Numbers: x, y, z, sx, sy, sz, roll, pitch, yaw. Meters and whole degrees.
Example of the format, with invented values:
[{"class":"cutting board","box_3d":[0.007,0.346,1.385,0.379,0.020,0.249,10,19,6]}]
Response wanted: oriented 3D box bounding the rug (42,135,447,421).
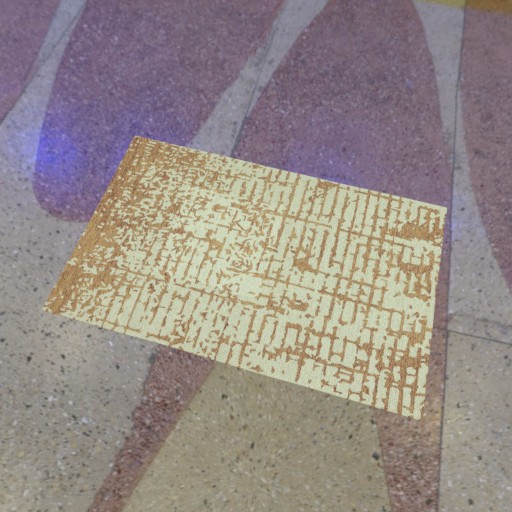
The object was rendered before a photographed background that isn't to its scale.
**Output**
[{"class":"rug","box_3d":[0.000,0.000,3.026,2.435,0.011,1.517,14,64,7]}]
